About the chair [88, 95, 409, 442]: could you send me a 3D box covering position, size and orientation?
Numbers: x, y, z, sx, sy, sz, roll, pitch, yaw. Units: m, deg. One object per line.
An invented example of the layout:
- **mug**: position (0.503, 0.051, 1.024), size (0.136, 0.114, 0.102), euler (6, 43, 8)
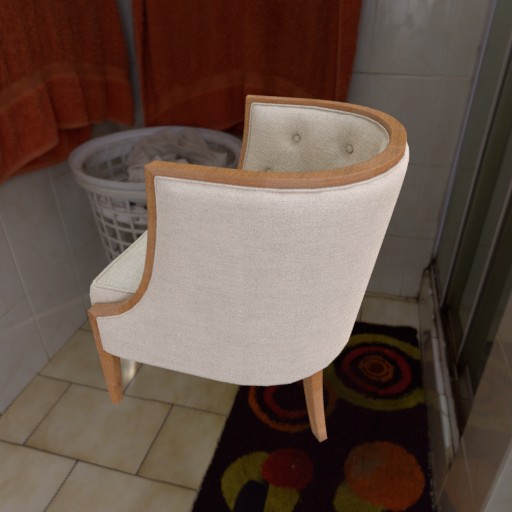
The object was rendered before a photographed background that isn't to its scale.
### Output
- **chair**: position (0.000, 0.000, 1.326), size (0.757, 0.775, 0.711), euler (9, 33, 14)
